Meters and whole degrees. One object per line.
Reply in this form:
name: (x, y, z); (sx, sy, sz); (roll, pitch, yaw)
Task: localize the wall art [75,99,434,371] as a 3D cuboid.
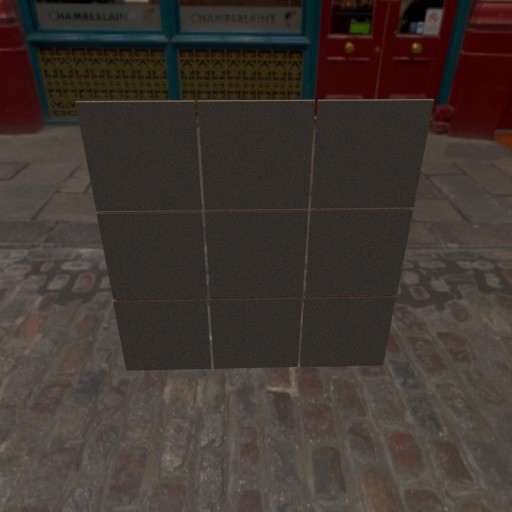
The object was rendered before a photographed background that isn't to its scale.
wall art: (0.000, 0.000, 2.262); (1.527, 1.521, 0.017); (-1, 30, -2)
